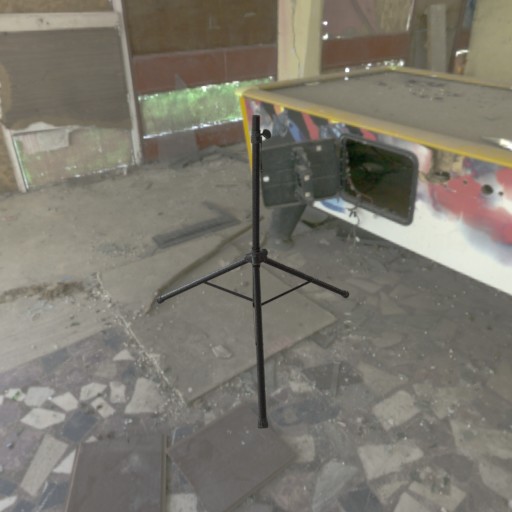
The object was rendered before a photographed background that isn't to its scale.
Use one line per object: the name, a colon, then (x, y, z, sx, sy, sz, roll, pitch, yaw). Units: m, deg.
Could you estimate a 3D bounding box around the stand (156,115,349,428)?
stand: (0.000, 0.000, 2.743, 1.596, 1.595, 1.339, -1, 31, -2)
